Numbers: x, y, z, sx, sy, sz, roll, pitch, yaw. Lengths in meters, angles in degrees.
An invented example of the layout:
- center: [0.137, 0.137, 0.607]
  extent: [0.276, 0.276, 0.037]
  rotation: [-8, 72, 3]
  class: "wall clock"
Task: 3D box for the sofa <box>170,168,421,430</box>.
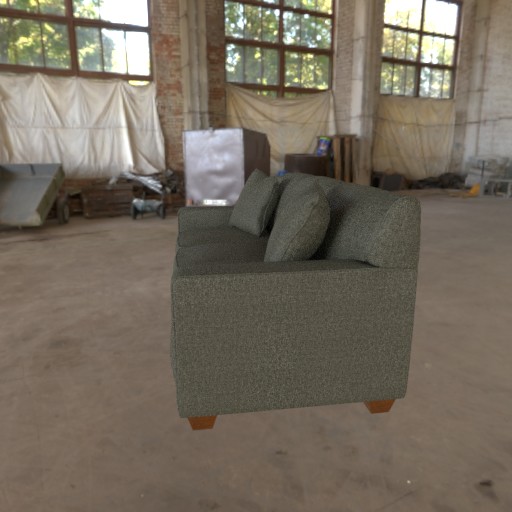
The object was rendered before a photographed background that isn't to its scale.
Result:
- center: [0.000, 0.000, 2.638]
  extent: [0.997, 0.958, 2.024]
  rotation: [-2, 14, -9]
  class: "sofa"
